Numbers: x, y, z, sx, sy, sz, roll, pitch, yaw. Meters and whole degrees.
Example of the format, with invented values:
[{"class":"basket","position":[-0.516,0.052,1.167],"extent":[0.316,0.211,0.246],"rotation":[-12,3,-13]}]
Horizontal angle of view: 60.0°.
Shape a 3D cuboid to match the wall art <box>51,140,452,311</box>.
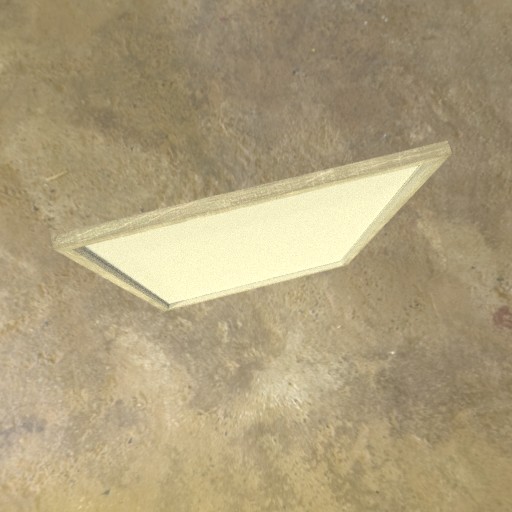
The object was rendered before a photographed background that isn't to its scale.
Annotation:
[{"class":"wall art","position":[0.000,0.000,1.339],"extent":[0.781,1.022,0.035],"rotation":[-14,77,-3]}]
